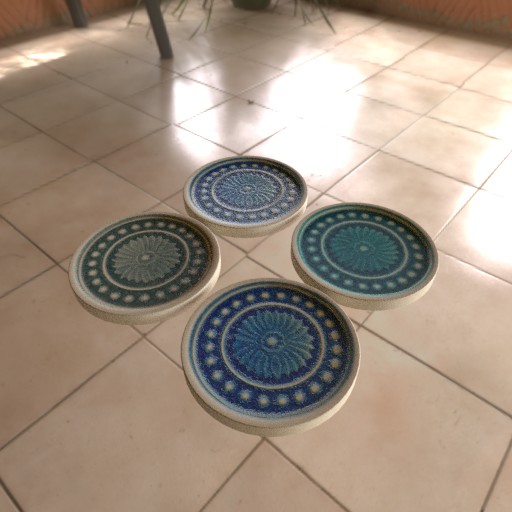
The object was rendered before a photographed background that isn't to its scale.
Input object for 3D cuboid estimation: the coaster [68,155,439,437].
[{"bbox_3d":[0.000,0.000,0.330,0.224,0.010,0.220,30,51,28],"label":"coaster"}]
